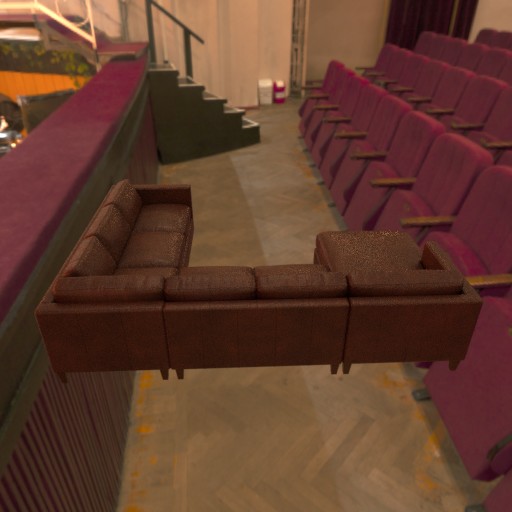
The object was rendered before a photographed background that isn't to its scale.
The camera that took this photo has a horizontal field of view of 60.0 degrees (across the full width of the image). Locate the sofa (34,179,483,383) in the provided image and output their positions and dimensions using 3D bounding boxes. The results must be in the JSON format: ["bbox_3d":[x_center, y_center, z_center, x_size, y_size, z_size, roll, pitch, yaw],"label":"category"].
[{"bbox_3d":[0.000,0.000,4.449,3.324,0.891,2.452,-1,31,-2],"label":"sofa"}]
